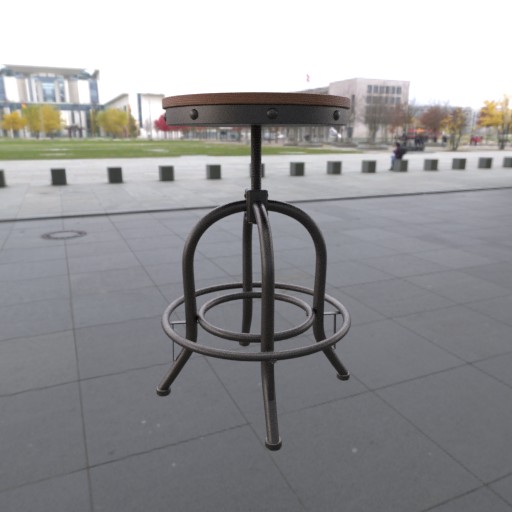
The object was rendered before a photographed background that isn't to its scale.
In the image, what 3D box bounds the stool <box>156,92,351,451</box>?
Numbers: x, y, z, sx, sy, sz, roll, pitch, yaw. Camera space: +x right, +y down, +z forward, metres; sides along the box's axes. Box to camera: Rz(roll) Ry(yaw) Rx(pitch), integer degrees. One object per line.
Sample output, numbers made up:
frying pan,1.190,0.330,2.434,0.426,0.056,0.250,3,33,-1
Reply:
stool,0.000,0.000,0.917,0.439,0.609,0.439,-2,15,-8
